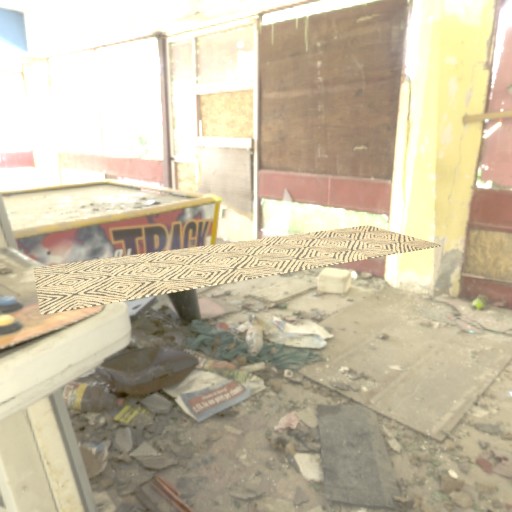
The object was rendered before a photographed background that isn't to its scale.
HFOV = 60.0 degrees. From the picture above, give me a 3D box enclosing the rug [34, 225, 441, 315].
[{"bbox_3d":[0.000,0.000,2.543,2.277,0.008,0.676,-8,18,-27],"label":"rug"}]
